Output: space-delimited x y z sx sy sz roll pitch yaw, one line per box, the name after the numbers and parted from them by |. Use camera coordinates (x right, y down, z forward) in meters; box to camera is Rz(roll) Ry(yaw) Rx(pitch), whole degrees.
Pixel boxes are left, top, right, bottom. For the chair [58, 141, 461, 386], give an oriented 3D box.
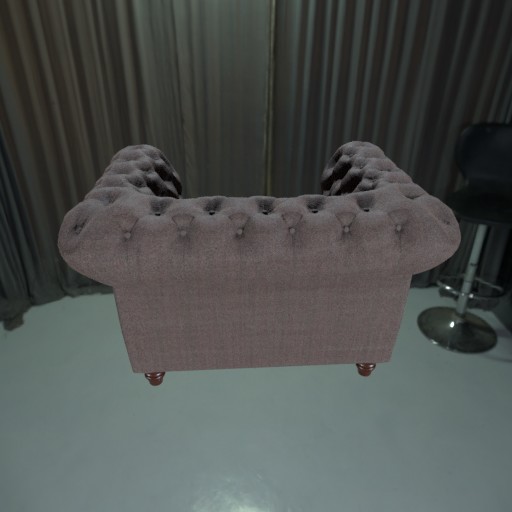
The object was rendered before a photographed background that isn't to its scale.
0.000 0.000 1.851 1.298 0.780 0.945 -2 28 -3 | chair
